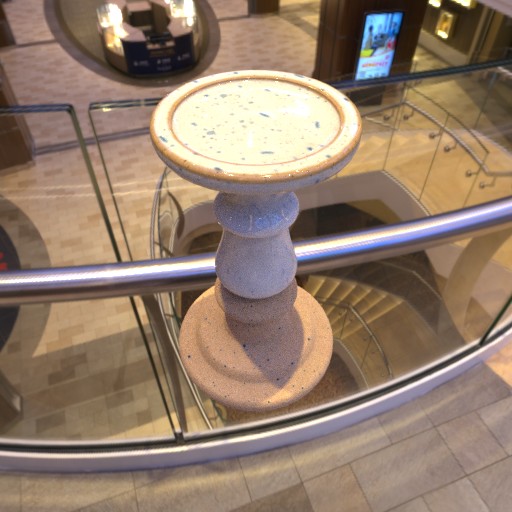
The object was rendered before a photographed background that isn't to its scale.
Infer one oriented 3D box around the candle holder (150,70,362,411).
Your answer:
[{"bbox_3d":[0.000,0.000,0.289,0.123,0.202,0.123,0,46,0],"label":"candle holder"}]
